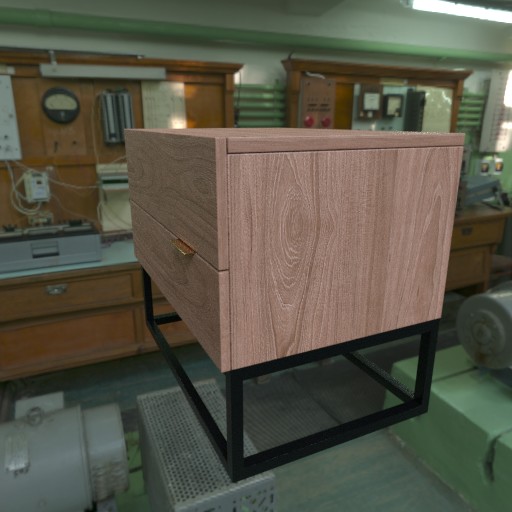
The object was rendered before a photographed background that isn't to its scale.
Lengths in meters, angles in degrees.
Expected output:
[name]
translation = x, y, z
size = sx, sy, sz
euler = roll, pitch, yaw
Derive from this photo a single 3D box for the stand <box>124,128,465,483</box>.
[stand]
translation = 0.000, 0.000, 0.919
size = 0.420, 0.500, 0.600
euler = -8, 19, -24
